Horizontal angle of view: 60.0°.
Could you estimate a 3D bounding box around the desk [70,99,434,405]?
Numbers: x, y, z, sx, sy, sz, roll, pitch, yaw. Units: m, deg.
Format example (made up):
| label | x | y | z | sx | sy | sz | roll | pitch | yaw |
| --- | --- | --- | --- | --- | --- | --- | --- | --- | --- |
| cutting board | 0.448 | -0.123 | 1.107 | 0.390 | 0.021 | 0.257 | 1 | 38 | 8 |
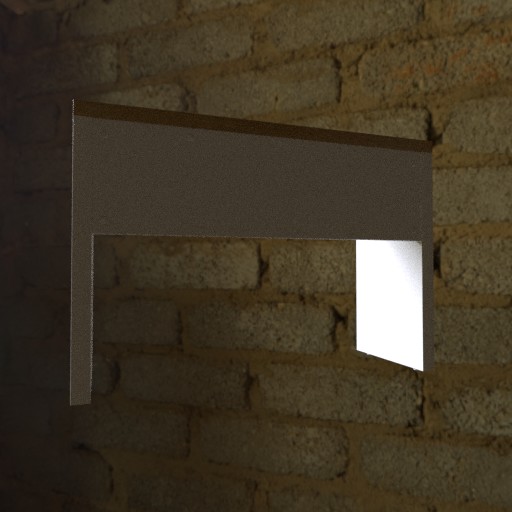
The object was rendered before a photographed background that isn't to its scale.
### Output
| label | x | y | z | sx | sy | sz | roll | pitch | yaw |
| --- | --- | --- | --- | --- | --- | --- | --- | --- | --- |
| desk | 0.000 | 0.000 | 1.457 | 1.100 | 0.760 | 0.390 | 0 | -1 | -20 |
